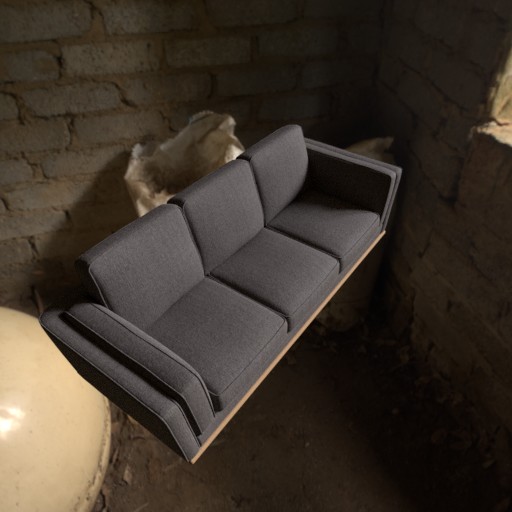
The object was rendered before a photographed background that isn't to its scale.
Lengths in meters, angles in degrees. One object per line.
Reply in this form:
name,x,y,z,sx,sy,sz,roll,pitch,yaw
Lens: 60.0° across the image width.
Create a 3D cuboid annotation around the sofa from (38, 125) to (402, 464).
sofa,0.000,0.000,2.743,0.903,0.899,2.362,26,47,26
